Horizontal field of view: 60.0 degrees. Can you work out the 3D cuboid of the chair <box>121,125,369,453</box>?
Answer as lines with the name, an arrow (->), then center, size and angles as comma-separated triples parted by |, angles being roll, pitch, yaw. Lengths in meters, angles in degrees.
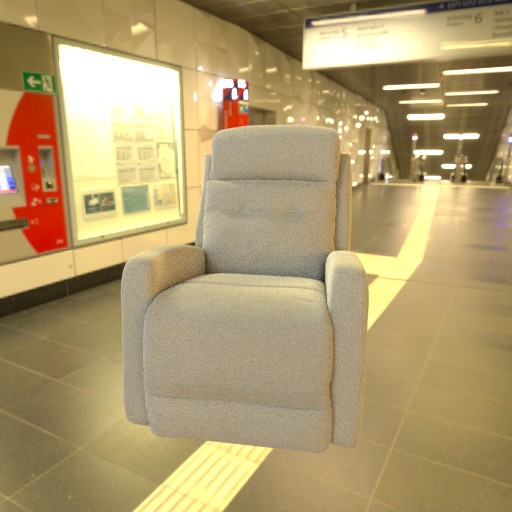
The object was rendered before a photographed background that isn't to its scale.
chair -> 0.000, 0.000, 1.715 | 0.798, 1.013, 1.043 | 2, 14, 10
